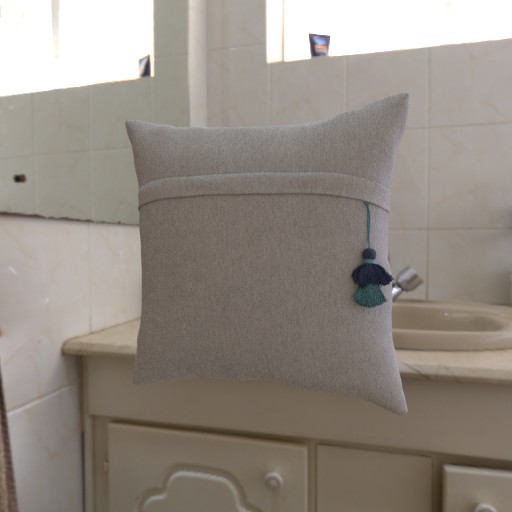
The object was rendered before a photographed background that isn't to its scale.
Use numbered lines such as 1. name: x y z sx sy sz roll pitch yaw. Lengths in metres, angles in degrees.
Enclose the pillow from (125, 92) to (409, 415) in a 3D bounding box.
1. pillow: 0.000 0.000 0.665 0.433 0.436 0.173 0 1 17
